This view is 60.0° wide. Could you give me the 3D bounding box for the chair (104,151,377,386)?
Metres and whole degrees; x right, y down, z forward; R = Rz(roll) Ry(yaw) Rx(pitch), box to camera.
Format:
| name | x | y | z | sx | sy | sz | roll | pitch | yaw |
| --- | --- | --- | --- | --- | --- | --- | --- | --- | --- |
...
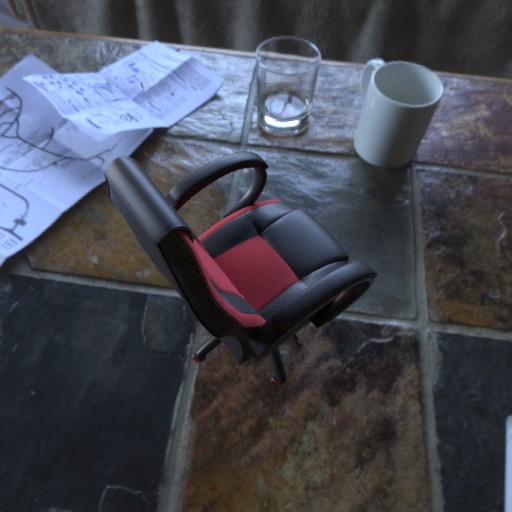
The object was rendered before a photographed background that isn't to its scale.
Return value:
| name | x | y | z | sx | sy | sz | roll | pitch | yaw |
| --- | --- | --- | --- | --- | --- | --- | --- | --- | --- |
| chair | 0.000 | 0.000 | 1.587 | 0.724 | 1.187 | 0.673 | -32 | 64 | -18 |
